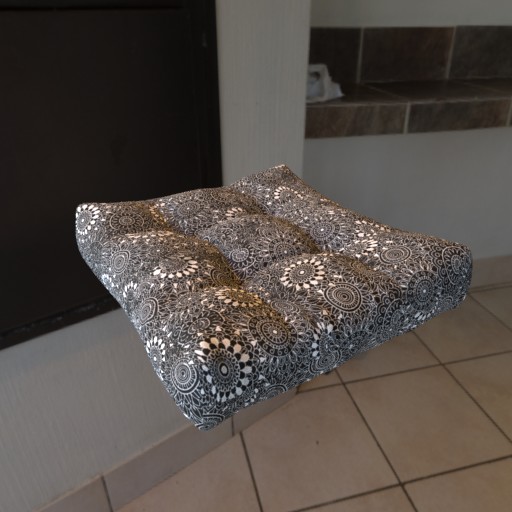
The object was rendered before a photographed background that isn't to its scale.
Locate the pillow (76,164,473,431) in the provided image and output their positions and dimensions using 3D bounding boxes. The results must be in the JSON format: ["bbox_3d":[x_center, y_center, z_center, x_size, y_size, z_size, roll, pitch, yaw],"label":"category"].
[{"bbox_3d":[0.000,0.000,0.720,0.468,0.128,0.490,-17,33,-28],"label":"pillow"}]
